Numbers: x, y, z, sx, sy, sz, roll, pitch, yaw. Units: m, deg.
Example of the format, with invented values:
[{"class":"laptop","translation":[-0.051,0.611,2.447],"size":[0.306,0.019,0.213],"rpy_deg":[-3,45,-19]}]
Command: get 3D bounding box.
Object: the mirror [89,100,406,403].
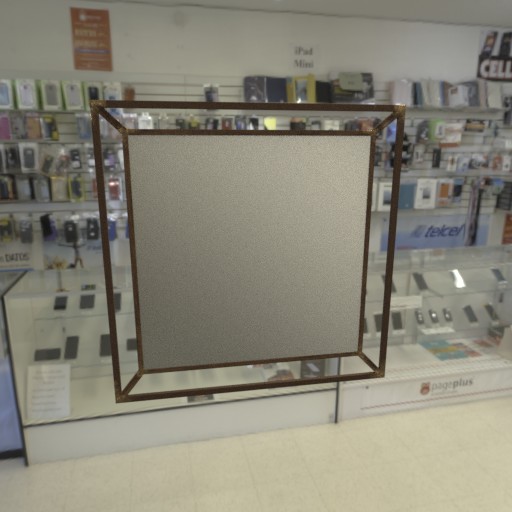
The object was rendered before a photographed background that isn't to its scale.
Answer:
[{"class":"mirror","translation":[0.000,0.000,0.933],"size":[0.610,0.610,0.032],"rpy_deg":[-3,14,-10]}]
